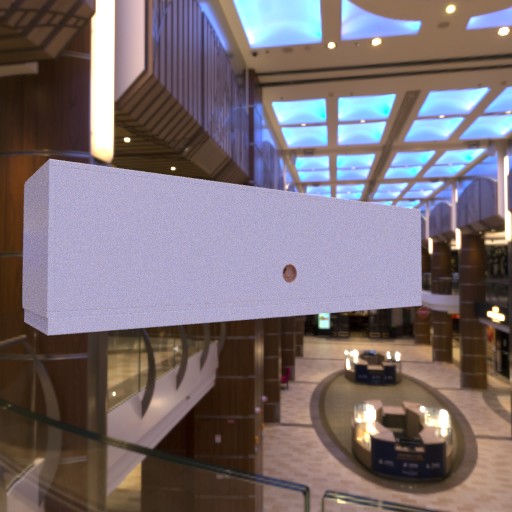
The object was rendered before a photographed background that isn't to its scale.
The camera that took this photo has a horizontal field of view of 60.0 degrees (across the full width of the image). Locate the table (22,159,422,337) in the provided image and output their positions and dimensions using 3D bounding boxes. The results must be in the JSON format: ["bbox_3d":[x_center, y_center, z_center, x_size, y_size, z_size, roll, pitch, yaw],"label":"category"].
[{"bbox_3d":[0.000,0.000,1.704,1.550,0.440,0.400,1,-2,-36],"label":"table"}]
